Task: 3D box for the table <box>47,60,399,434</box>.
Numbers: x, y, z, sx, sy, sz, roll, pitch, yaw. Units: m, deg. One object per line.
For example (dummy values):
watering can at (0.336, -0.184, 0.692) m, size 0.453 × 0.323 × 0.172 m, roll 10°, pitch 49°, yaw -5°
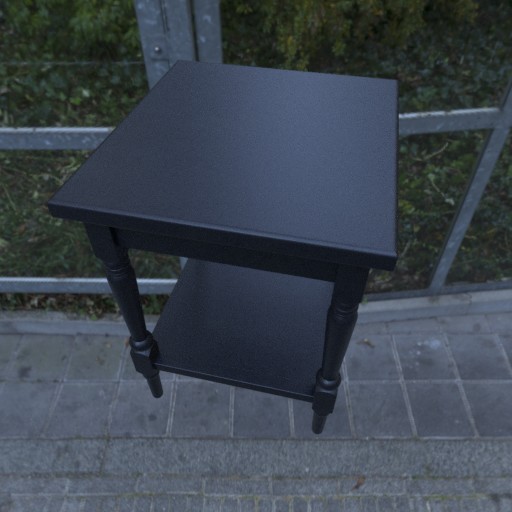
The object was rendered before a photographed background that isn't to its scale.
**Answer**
table at (0.000, 0.000, 0.898) m, size 0.442 × 0.565 × 0.488 m, roll 9°, pitch 45°, yaw 9°
